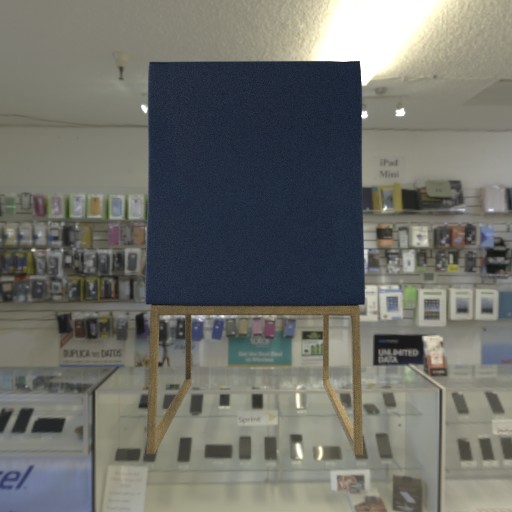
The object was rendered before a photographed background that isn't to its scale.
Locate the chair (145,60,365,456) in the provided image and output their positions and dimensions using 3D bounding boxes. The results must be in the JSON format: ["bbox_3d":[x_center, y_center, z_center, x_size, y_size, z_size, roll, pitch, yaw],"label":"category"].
[{"bbox_3d":[0.000,0.000,1.221,0.508,0.863,0.522,0,1,1],"label":"chair"}]
